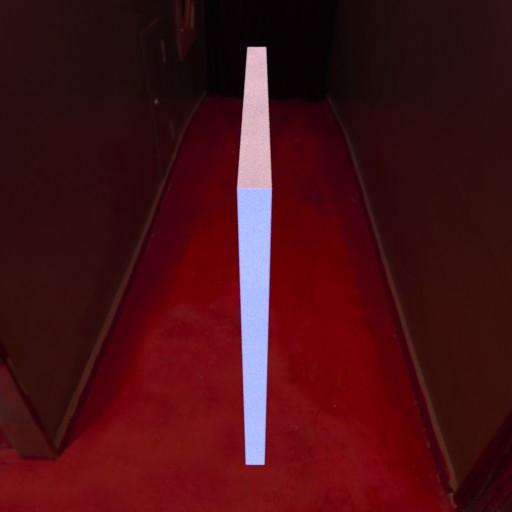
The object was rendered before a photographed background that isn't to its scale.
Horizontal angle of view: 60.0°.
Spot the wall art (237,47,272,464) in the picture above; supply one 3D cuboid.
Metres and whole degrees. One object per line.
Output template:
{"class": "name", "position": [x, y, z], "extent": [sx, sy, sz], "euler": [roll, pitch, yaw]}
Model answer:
{"class": "wall art", "position": [0.000, 0.000, 0.839], "extent": [0.037, 0.606, 0.508], "euler": [0, 40, 0]}
